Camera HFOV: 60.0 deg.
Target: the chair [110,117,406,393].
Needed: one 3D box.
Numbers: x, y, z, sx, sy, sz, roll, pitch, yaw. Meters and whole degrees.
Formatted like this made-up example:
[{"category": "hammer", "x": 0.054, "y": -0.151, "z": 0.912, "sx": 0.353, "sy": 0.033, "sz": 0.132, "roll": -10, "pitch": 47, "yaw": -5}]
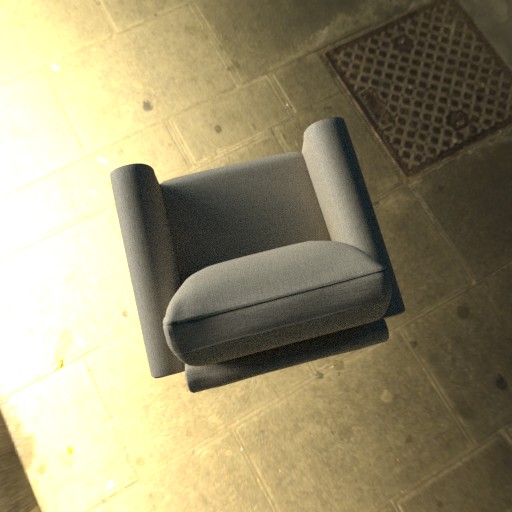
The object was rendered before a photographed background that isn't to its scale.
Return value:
[{"category": "chair", "x": 0.000, "y": 0.000, "z": 2.341, "sx": 1.275, "sy": 1.349, "sz": 1.180, "roll": -14, "pitch": 76, "yaw": -3}]
